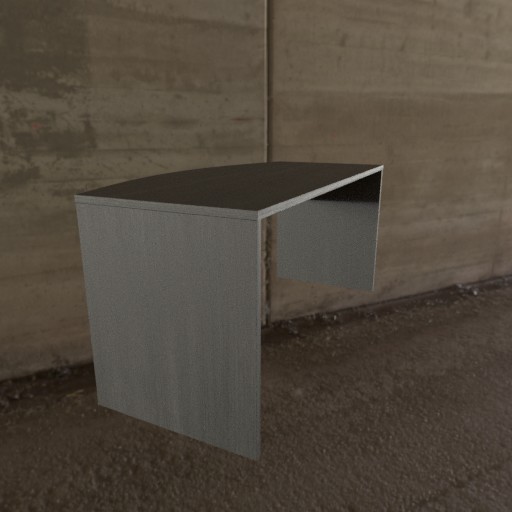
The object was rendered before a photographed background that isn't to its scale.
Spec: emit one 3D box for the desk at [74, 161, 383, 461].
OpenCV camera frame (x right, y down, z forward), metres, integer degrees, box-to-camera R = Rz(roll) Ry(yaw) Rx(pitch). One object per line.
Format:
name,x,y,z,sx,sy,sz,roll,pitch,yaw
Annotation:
desk,0.000,0.000,2.069,0.802,0.750,1.600,8,18,25
